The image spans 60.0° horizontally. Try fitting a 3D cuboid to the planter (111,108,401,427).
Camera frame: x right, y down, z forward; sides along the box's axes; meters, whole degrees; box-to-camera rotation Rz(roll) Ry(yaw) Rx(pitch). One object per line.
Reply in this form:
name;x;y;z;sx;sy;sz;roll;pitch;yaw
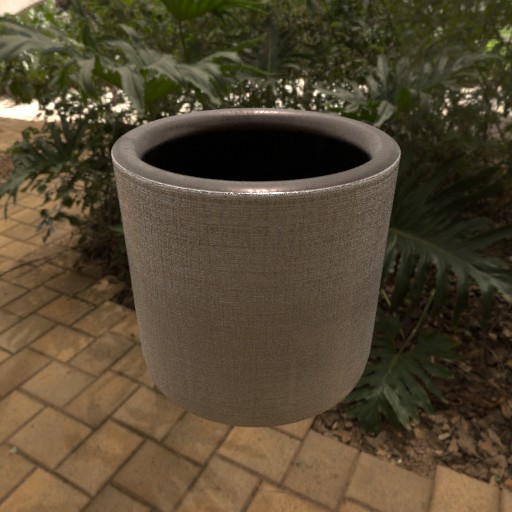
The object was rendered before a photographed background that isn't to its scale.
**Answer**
planter;0.000;0.000;0.288;0.160;0.156;0.160;0;30;0
